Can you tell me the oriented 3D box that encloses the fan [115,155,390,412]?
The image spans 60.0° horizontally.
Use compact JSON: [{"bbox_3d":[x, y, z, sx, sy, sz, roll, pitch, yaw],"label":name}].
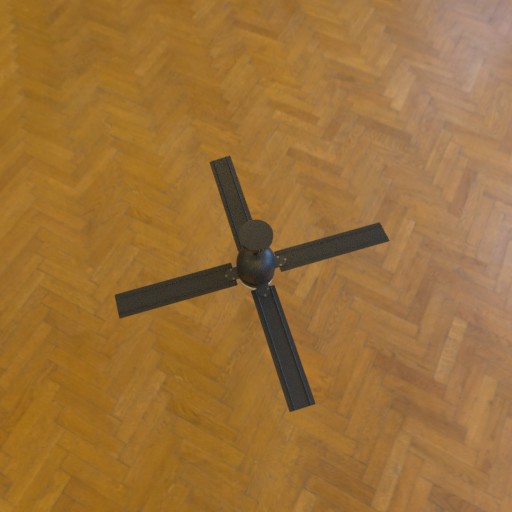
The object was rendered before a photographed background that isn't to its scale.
[{"bbox_3d":[0.000,0.000,1.971,1.319,0.410,1.319,-17,66,-8],"label":"fan"}]
